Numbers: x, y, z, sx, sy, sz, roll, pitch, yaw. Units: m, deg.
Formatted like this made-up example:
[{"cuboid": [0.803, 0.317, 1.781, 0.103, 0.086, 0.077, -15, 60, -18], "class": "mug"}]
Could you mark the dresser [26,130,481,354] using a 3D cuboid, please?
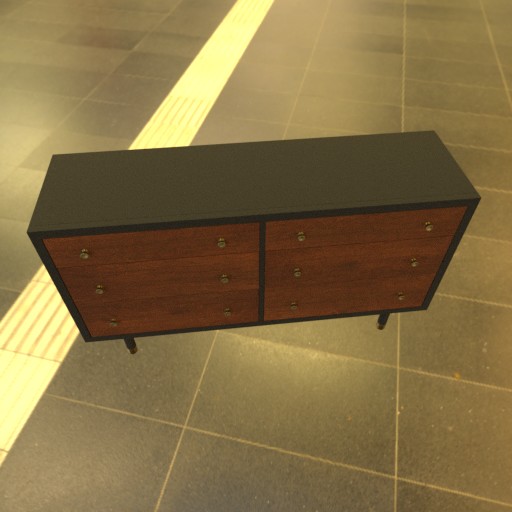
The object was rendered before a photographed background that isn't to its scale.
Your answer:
[{"cuboid": [0.000, 0.000, 1.969, 1.558, 0.872, 0.463, -5, 48, -4], "class": "dresser"}]
